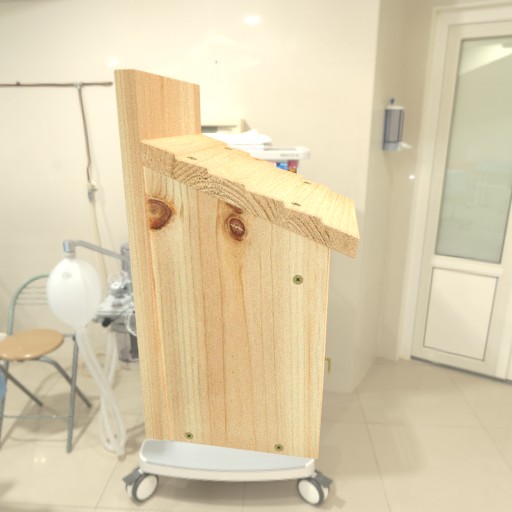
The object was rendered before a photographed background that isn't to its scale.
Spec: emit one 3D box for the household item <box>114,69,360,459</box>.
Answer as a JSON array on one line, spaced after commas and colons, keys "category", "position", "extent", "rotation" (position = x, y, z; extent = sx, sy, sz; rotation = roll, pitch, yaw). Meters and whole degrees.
[{"category": "household item", "position": [0.000, 0.000, 0.399], "extent": [0.171, 0.300, 0.149], "rotation": [3, 17, 10]}]
